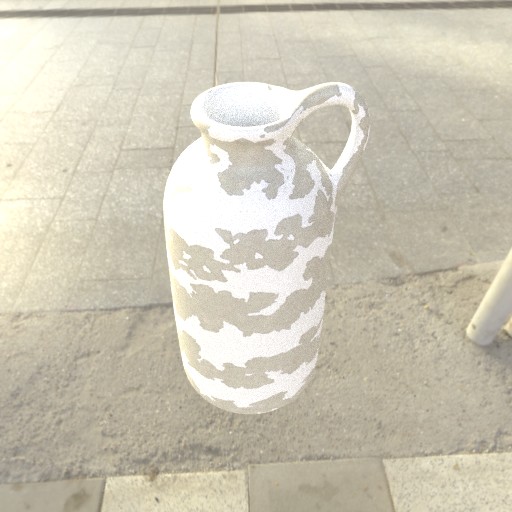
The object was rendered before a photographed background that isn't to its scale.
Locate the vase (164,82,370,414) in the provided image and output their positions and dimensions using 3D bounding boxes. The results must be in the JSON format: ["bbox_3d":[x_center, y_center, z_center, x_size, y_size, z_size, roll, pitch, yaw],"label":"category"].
[{"bbox_3d":[0.000,0.000,0.490,0.203,0.382,0.186,-4,44,-4],"label":"vase"}]
